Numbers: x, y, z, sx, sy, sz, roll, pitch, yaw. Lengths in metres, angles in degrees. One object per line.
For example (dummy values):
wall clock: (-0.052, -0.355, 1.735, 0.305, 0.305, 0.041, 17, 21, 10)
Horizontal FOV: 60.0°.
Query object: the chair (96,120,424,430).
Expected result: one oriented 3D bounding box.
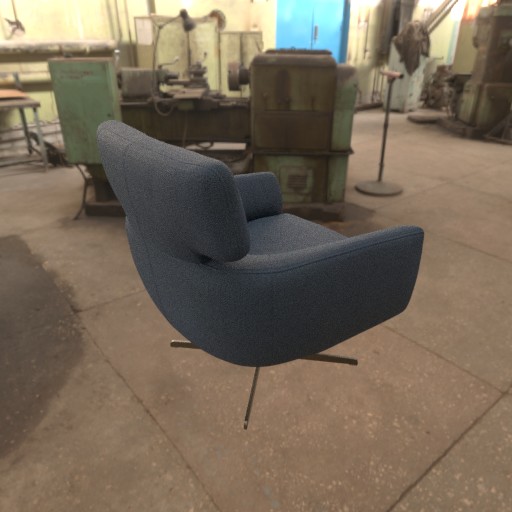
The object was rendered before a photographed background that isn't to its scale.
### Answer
chair: (0.000, 0.000, 1.385, 0.761, 0.813, 0.738, -18, 32, -32)
